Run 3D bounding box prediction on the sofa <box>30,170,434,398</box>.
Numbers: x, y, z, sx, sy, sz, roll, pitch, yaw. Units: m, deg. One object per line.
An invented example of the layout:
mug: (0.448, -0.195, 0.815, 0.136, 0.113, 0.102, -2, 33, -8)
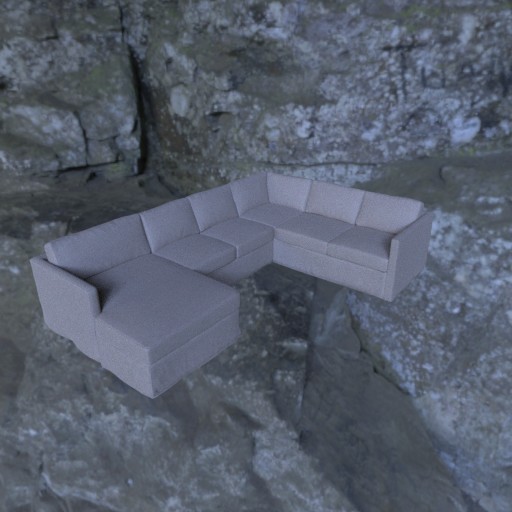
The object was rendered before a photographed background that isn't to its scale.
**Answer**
sofa: (0.000, 0.000, 4.605, 2.476, 0.878, 3.528, 19, 32, 34)
